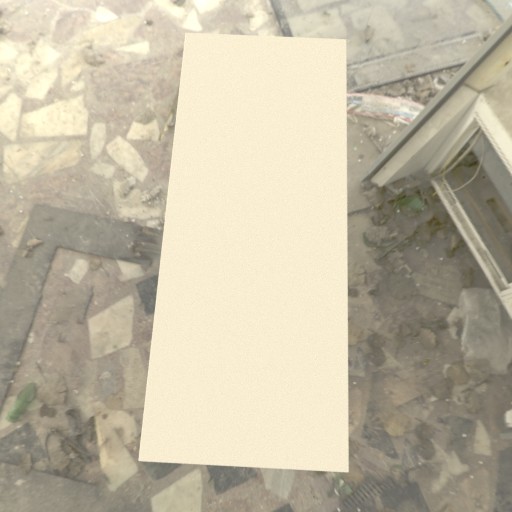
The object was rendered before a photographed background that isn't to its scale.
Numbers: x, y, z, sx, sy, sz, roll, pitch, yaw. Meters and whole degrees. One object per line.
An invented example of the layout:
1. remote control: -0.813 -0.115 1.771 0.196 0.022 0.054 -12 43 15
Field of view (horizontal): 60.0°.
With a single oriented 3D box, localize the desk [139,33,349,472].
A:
1. desk: 0.000 0.000 1.728 0.559 0.774 1.372 3 75 1
